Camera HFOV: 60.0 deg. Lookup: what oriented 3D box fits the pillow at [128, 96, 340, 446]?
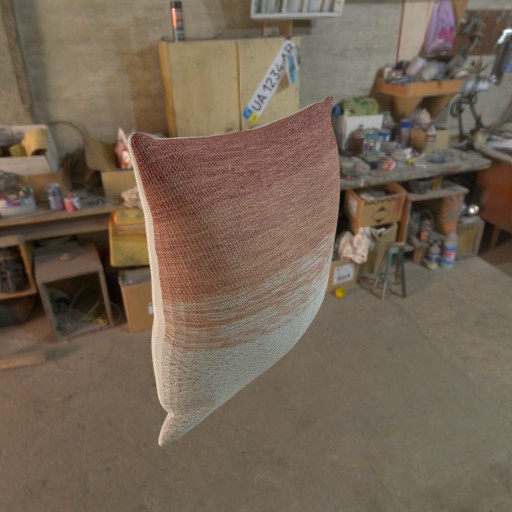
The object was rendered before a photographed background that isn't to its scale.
[{"bbox_3d":[0.000,0.000,0.686,0.182,0.441,0.440,18,32,32],"label":"pillow"}]
